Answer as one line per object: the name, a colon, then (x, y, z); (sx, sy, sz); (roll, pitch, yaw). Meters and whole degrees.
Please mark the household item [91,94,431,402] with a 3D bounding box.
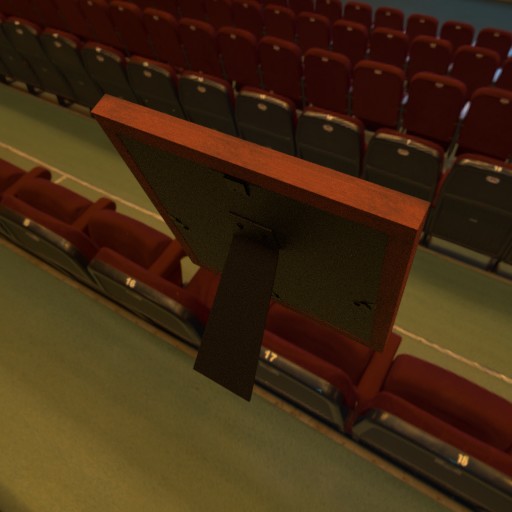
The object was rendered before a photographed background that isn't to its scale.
household item: (0.000, 0.000, 0.377); (0.240, 0.240, 0.131); (24, 50, 22)
